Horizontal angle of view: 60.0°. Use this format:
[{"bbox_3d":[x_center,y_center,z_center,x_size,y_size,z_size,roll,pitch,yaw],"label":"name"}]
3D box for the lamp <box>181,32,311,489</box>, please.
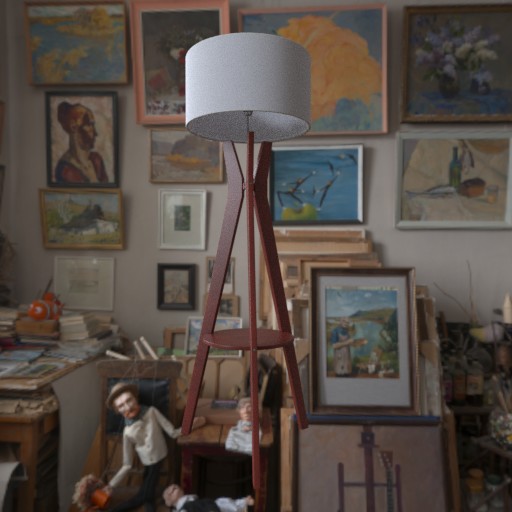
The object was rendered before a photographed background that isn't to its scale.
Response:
[{"bbox_3d":[0.000,0.000,1.721,0.542,1.472,0.539,-1,2,-36],"label":"lamp"}]
